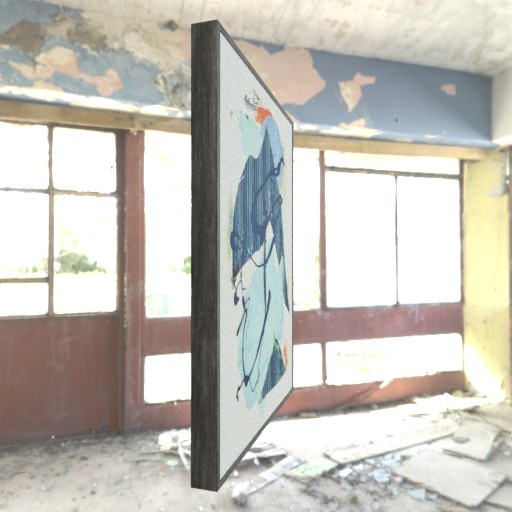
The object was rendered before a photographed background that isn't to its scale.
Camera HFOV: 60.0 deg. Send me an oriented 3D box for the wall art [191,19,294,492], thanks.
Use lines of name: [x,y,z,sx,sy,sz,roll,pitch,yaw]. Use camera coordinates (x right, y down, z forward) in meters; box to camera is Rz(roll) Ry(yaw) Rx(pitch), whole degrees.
wall art: [0.000,0.000,1.326,0.063,1.016,0.762,0,0,17]
